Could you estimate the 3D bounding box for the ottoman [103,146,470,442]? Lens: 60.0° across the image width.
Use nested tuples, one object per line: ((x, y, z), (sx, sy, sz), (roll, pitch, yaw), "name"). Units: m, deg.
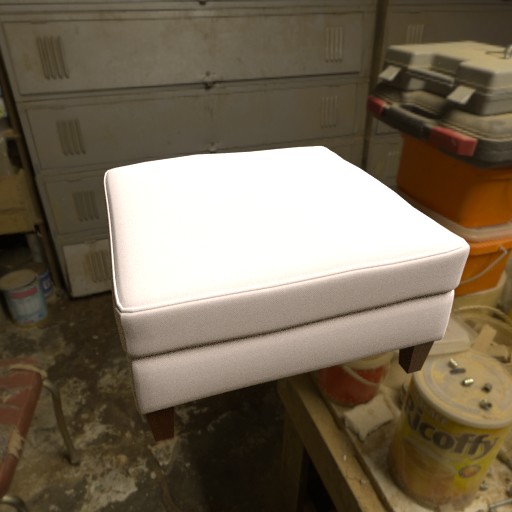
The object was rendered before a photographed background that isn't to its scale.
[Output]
((0.000, 0.000, 1.375), (0.838, 0.479, 0.838), (-10, 33, -15), "ottoman")
